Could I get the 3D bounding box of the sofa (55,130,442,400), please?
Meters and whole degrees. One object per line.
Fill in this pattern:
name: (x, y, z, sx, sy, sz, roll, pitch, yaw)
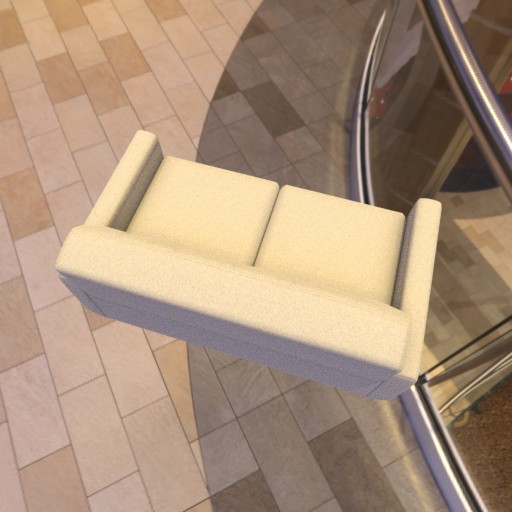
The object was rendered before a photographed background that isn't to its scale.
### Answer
sofa: (0.000, 0.000, 2.238, 1.655, 0.892, 0.980, 15, 63, 8)
